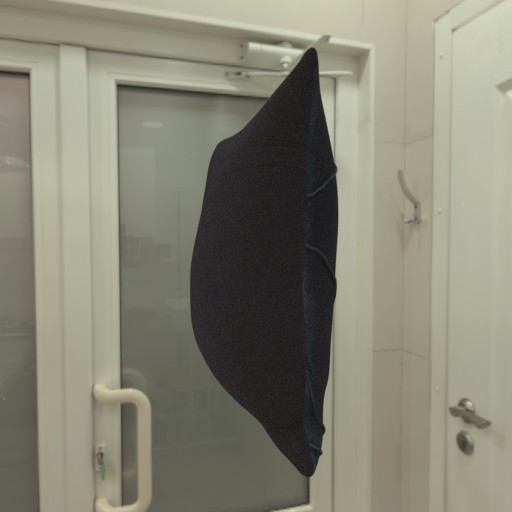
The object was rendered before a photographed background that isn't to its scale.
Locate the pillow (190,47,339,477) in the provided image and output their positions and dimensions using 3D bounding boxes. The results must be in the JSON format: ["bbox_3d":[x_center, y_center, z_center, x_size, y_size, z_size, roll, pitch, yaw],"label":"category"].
[{"bbox_3d":[0.000,0.000,0.654,0.183,0.440,0.439,-1,2,-17],"label":"pillow"}]
